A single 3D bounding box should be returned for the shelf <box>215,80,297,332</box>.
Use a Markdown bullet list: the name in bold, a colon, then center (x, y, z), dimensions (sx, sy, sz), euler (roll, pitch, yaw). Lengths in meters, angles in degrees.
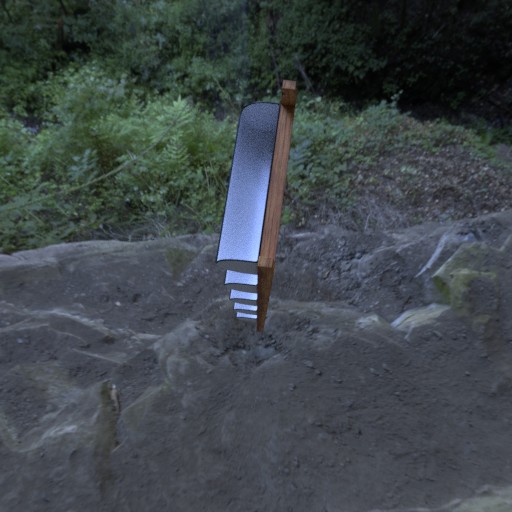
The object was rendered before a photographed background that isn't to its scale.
- **shelf**: center (0.000, 0.000, 1.759), dimensions (0.141, 1.600, 0.454), euler (8, 76, 2)
